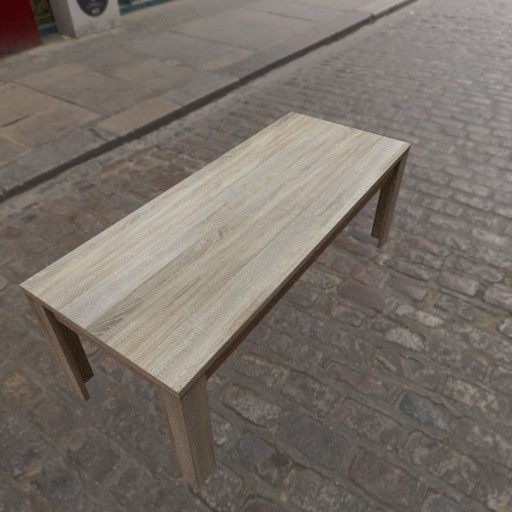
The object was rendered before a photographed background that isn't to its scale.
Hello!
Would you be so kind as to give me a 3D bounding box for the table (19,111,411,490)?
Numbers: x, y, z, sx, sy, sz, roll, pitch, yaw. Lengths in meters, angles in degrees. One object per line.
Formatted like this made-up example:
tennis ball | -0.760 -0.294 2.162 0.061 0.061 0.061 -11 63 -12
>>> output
table | 0.000 0.000 2.613 0.900 0.790 2.200 24 46 26
